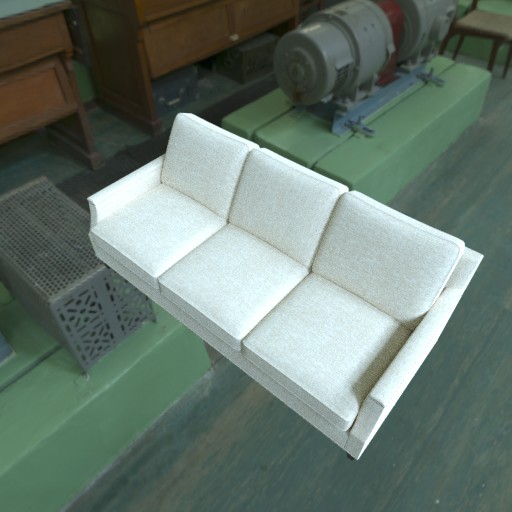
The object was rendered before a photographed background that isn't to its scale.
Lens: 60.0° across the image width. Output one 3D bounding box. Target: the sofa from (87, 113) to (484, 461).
[{"bbox_3d":[0.000,0.000,2.747,2.210,0.940,1.041,32,54,27],"label":"sofa"}]
